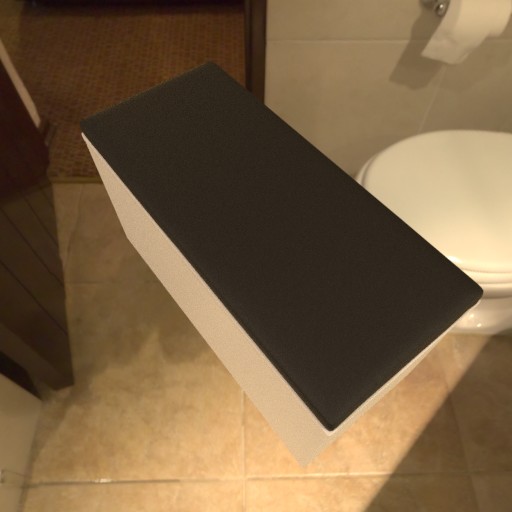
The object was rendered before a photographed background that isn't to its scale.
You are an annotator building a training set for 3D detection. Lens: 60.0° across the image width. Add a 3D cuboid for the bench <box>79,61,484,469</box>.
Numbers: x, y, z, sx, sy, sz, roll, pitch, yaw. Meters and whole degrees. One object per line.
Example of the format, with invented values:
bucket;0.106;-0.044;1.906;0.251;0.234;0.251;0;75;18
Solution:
bench;0.000;0.000;1.150;0.401;0.500;0.899;-34;64;-19
